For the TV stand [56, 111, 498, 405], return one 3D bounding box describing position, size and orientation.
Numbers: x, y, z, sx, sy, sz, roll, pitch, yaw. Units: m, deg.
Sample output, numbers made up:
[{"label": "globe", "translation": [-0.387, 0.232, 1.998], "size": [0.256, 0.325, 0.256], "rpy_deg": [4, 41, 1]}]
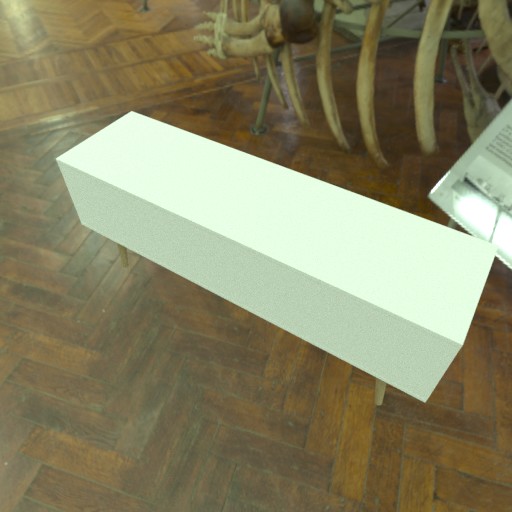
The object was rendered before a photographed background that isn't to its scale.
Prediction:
[{"label": "TV stand", "translation": [0.000, 0.000, 1.611], "size": [1.398, 0.560, 0.401], "rpy_deg": [25, 52, 21]}]
